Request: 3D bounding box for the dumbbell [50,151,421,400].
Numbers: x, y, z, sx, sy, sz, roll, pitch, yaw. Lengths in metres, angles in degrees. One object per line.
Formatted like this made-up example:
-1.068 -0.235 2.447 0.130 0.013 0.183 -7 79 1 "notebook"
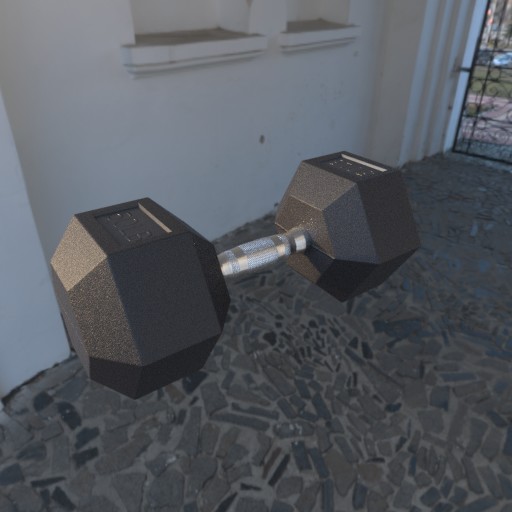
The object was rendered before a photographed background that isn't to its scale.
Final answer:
0.000 0.000 0.470 0.384 0.150 0.173 -19 35 -30 "dumbbell"
